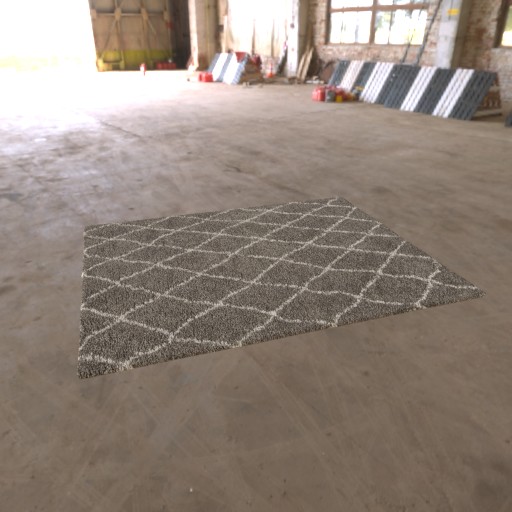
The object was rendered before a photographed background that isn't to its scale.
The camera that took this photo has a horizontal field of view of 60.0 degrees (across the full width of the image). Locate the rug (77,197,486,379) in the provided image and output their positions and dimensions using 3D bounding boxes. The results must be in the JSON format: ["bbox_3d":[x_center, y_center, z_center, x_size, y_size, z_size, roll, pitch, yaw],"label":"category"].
[{"bbox_3d":[0.000,0.000,4.101,3.047,0.029,2.438,-8,28,-16],"label":"rug"}]
